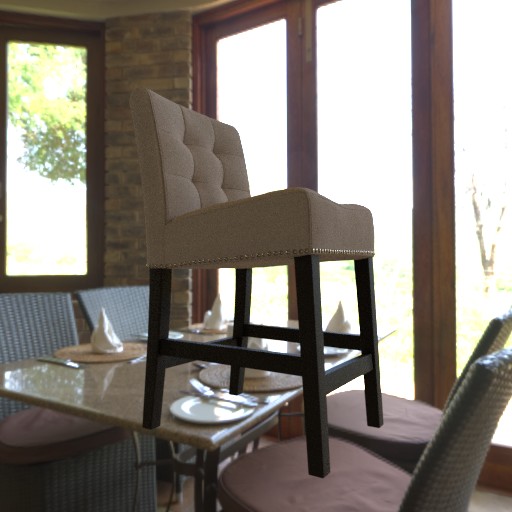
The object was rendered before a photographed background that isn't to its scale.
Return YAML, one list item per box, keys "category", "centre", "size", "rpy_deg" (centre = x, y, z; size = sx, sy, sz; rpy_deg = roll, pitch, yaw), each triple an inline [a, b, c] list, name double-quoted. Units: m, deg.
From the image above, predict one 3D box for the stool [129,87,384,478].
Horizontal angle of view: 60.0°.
- category: "stool"
  centre: [0.000, 0.000, 1.183]
  size: [0.571, 0.885, 0.427]
  rpy_deg: [-1, -1, 34]
